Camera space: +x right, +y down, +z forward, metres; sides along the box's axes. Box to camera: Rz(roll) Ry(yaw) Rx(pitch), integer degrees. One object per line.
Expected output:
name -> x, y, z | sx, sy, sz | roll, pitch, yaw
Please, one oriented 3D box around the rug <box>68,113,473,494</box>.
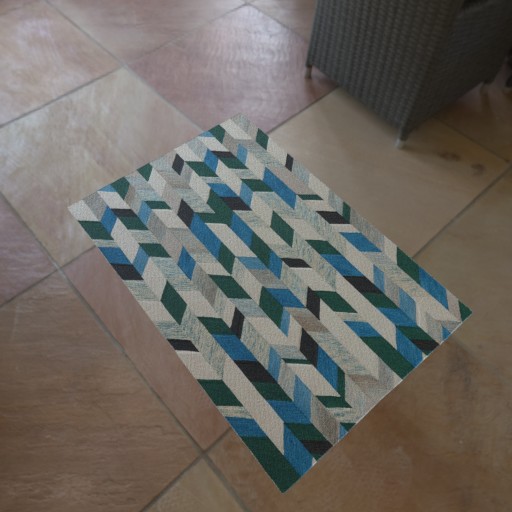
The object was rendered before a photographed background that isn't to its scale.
rug -> 0.000, 0.000, 2.295 | 1.229, 0.005, 1.827 | -35, 64, -20
